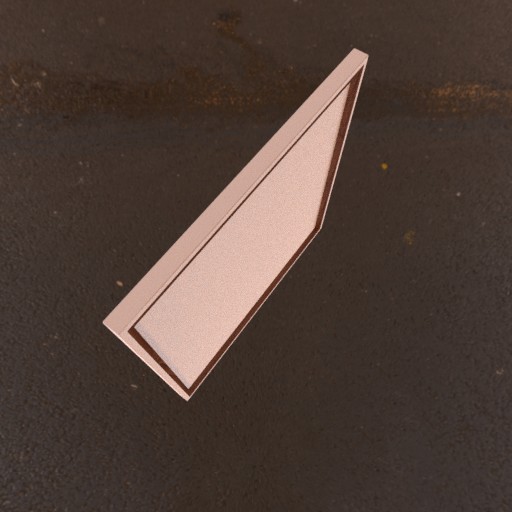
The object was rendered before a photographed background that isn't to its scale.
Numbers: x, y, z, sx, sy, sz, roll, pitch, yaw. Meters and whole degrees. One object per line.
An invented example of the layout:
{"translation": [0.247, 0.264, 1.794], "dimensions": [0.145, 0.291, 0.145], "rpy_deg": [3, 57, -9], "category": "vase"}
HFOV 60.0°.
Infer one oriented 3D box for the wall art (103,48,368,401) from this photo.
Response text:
{"translation": [0.000, 0.000, 1.542], "dimensions": [0.049, 1.009, 1.009], "rpy_deg": [34, 69, 15], "category": "wall art"}
